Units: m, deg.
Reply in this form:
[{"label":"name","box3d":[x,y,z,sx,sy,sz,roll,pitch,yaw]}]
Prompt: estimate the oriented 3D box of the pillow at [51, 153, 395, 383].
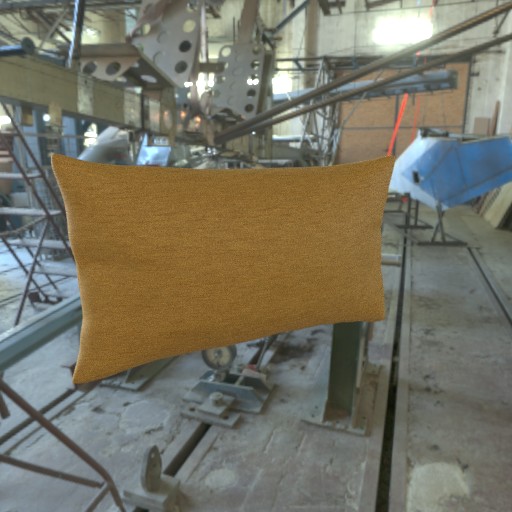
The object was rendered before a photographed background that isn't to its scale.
[{"label":"pillow","box3d":[0.000,0.000,0.785,0.634,0.354,0.210,-7,15,-26]}]
